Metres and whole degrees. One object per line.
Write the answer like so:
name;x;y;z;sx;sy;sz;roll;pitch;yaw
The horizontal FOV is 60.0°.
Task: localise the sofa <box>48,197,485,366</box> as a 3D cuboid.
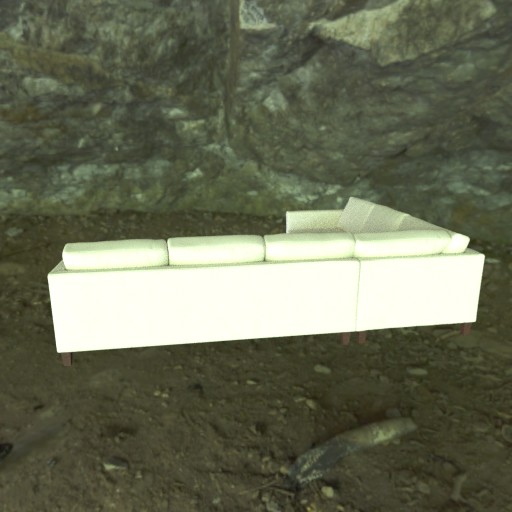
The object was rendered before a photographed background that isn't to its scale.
sofa;0.000;0.000;4.348;3.182;0.863;2.432;-2;15;-9
